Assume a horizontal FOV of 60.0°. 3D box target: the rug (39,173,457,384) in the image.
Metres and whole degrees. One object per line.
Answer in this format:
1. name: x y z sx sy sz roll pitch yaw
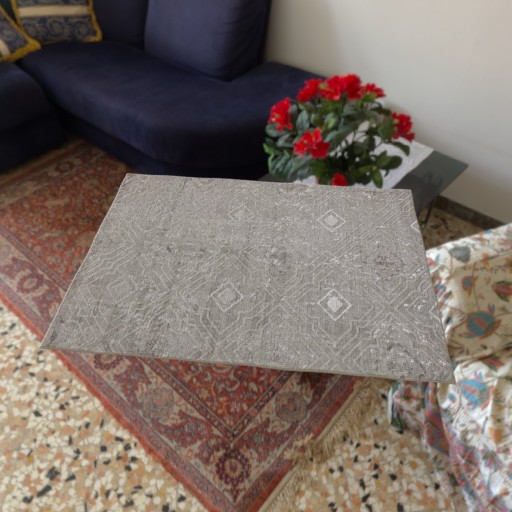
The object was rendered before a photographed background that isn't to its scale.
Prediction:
1. rug: 0.000 0.000 4.373 3.359 0.020 2.448 4 46 4
